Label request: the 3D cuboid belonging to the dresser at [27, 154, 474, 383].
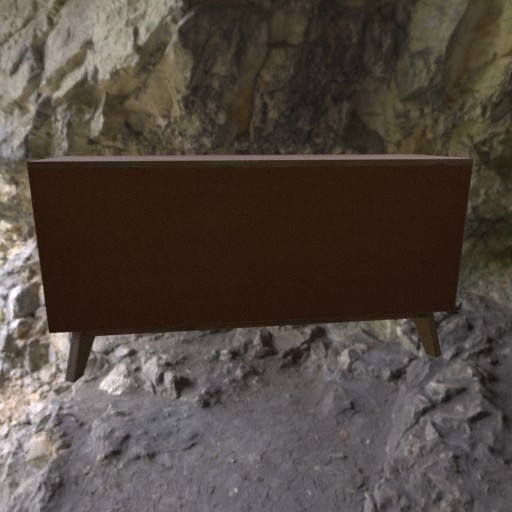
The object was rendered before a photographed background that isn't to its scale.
[{"bbox_3d":[0.000,0.000,1.850,1.554,0.805,0.455,-2,15,-7],"label":"dresser"}]
